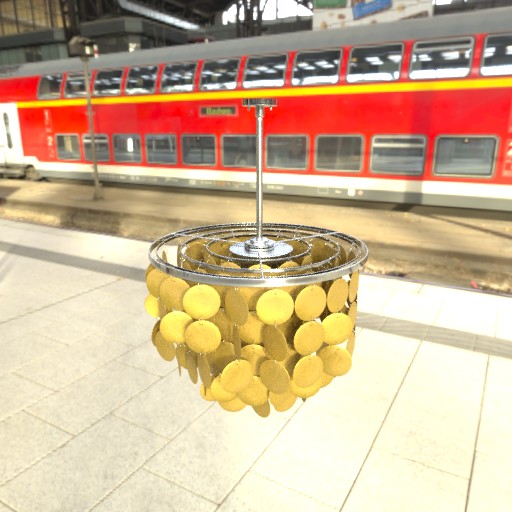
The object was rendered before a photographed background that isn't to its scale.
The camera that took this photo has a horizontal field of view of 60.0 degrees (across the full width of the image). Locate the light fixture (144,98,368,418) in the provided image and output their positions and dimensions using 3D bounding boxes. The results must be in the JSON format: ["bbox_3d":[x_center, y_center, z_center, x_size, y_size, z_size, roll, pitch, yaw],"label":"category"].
[{"bbox_3d":[0.000,0.000,0.738,0.368,0.492,0.368,0,16,0],"label":"light fixture"}]
